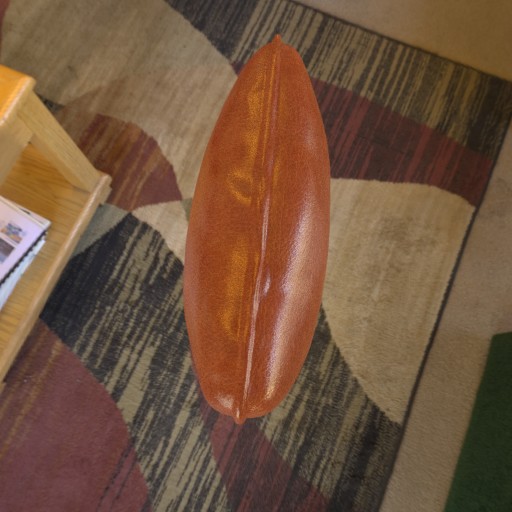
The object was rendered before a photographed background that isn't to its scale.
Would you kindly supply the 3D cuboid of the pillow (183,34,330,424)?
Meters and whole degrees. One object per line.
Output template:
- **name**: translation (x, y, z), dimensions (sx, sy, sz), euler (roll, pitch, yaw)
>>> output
- **pillow**: translation (0.000, 0.000, 0.791), dimensions (0.236, 0.523, 0.532), euler (5, 76, 1)
